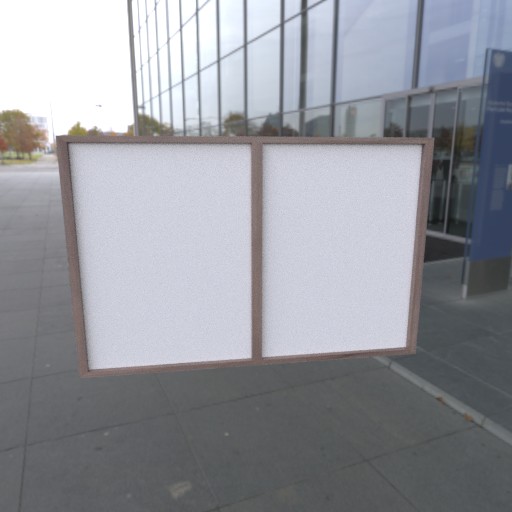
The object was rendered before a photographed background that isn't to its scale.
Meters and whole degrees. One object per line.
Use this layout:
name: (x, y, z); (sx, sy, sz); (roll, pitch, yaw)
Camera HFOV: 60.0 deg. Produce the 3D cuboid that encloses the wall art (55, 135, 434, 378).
wall art: (0.000, 0.000, 1.151); (0.919, 0.598, 0.038); (-2, 13, -9)
